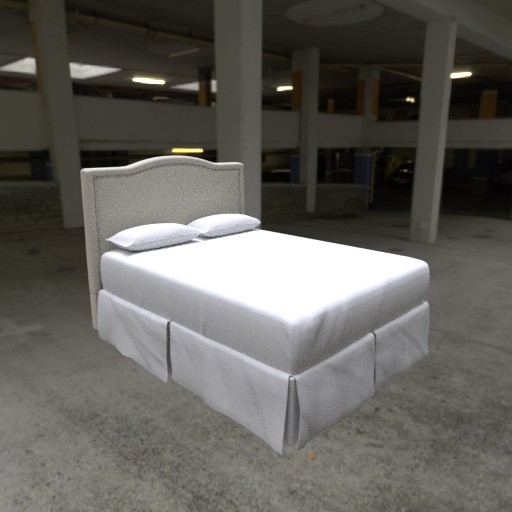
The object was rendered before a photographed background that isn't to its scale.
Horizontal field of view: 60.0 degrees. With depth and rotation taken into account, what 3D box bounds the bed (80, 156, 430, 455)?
[{"bbox_3d":[0.000,0.000,3.376,2.196,1.449,1.741,14,20,43],"label":"bed"}]
